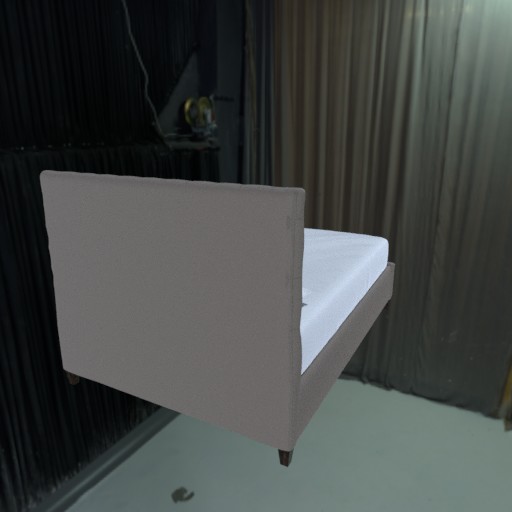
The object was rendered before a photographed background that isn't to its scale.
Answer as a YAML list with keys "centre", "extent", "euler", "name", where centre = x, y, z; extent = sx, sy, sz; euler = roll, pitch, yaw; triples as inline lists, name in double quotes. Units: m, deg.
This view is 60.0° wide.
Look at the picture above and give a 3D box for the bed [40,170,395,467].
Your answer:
- centre: [0.000, 0.000, 3.430]
  extent: [1.698, 1.427, 2.387]
  euler: [9, 19, 27]
  name: "bed"
